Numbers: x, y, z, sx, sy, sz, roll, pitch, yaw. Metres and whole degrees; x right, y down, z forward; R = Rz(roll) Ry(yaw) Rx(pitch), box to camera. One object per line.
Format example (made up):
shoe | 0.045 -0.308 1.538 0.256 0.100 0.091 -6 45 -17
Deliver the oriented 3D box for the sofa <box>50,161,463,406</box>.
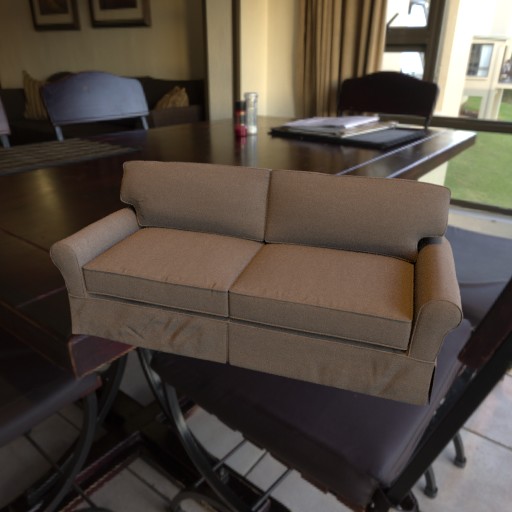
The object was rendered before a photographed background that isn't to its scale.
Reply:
sofa | 0.000 0.000 2.691 2.248 0.943 0.991 8 26 16
